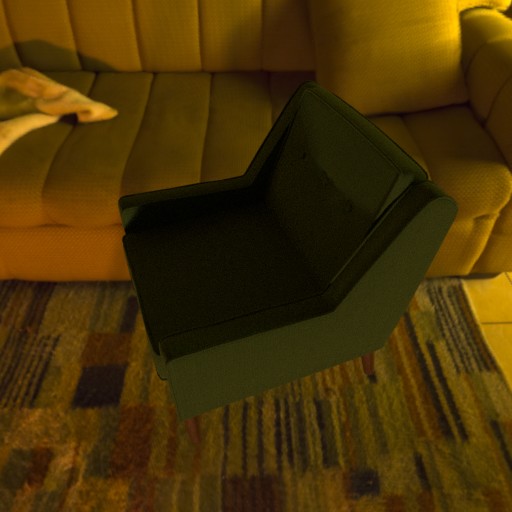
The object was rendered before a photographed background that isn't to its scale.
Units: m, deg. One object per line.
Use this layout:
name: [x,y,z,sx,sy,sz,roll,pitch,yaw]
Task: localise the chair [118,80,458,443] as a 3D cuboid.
chair: [0.000,0.000,1.347,0.743,0.792,0.663,-16,47,-15]
